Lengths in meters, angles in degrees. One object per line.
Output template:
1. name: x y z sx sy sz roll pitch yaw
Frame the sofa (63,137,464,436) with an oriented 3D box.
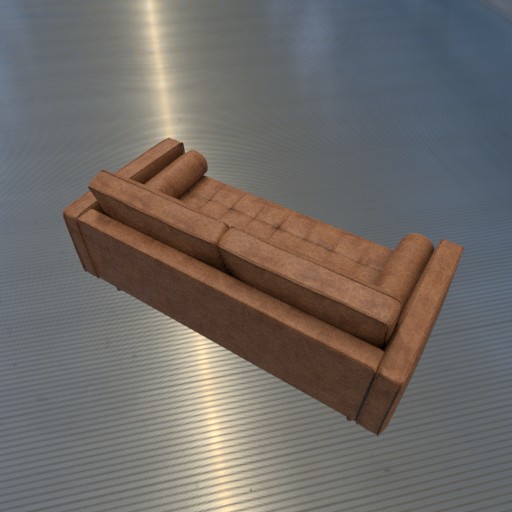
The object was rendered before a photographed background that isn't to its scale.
1. sofa: 0.000 0.000 2.424 1.920 0.825 0.924 24 51 22
